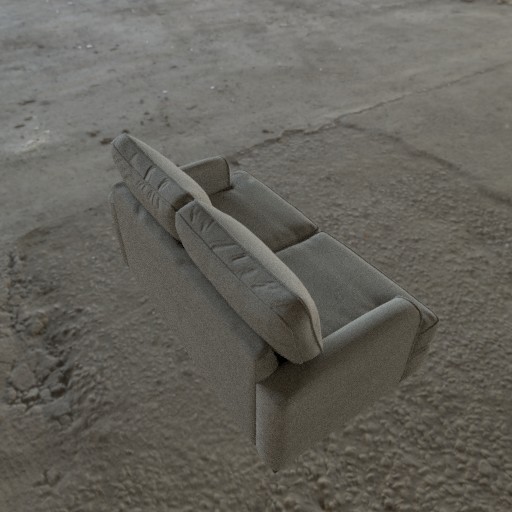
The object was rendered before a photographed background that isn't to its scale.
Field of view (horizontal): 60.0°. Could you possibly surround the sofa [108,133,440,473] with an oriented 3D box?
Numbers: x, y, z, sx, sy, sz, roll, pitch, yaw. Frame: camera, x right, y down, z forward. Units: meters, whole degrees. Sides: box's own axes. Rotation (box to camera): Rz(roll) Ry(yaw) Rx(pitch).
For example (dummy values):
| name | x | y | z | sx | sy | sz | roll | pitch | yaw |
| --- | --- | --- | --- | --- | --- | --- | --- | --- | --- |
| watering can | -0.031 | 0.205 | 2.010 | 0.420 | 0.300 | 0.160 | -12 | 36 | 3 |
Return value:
| name | x | y | z | sx | sy | sz | roll | pitch | yaw |
| --- | --- | --- | --- | --- | --- | --- | --- | --- | --- |
| sofa | 0.000 | 0.000 | 2.265 | 0.965 | 0.965 | 1.651 | -24 | 46 | -25 |
